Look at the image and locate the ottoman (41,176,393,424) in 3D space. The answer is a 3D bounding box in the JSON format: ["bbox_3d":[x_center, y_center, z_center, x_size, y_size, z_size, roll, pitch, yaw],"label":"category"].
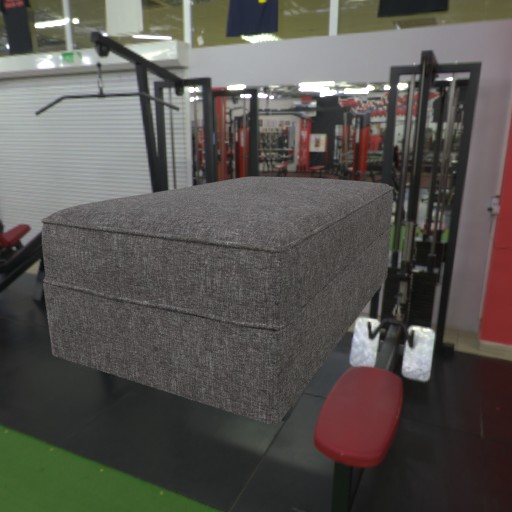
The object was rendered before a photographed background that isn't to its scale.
[{"bbox_3d":[0.000,0.000,1.531,0.717,0.487,1.184,8,17,26],"label":"ottoman"}]
